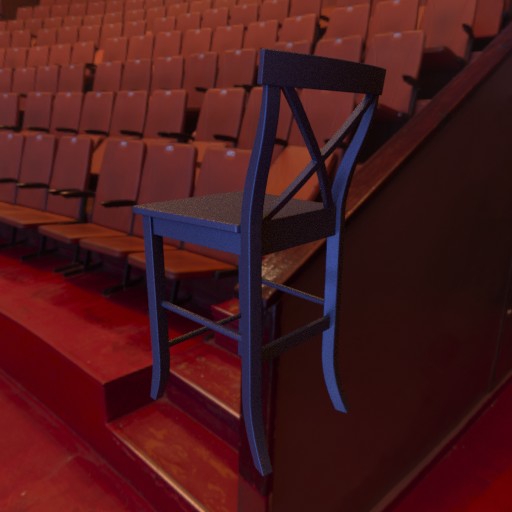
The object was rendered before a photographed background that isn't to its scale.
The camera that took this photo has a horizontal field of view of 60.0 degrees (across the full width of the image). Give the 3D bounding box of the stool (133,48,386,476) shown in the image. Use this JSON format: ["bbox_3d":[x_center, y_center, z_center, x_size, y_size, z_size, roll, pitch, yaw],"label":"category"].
[{"bbox_3d":[0.000,0.000,1.264,0.559,0.989,0.452,16,23,42],"label":"stool"}]
